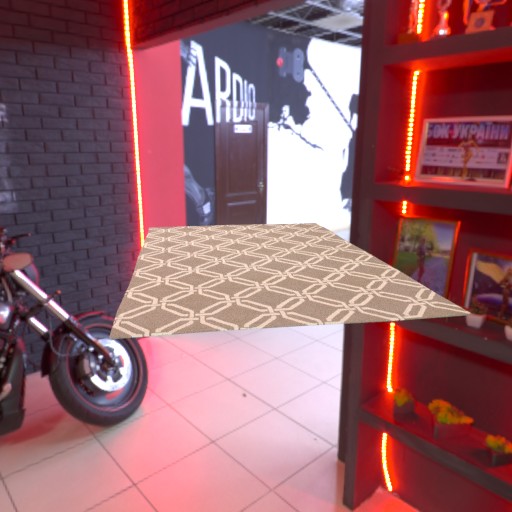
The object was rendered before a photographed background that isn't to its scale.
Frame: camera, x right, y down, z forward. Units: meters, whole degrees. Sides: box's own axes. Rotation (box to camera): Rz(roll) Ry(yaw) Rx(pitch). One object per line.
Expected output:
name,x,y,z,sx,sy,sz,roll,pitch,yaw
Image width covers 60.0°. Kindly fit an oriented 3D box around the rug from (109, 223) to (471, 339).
rug,0.000,0.000,2.174,1.142,0.010,1.748,-2,14,-9
